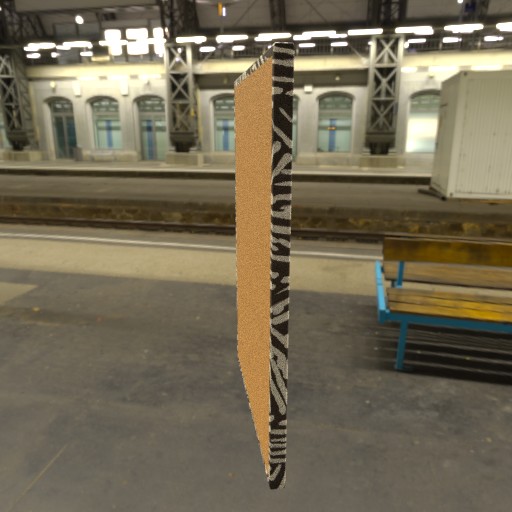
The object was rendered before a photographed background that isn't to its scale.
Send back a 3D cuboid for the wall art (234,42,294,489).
[{"bbox_3d":[0.000,0.000,1.163,0.035,0.918,0.615,-2,16,-9],"label":"wall art"}]
